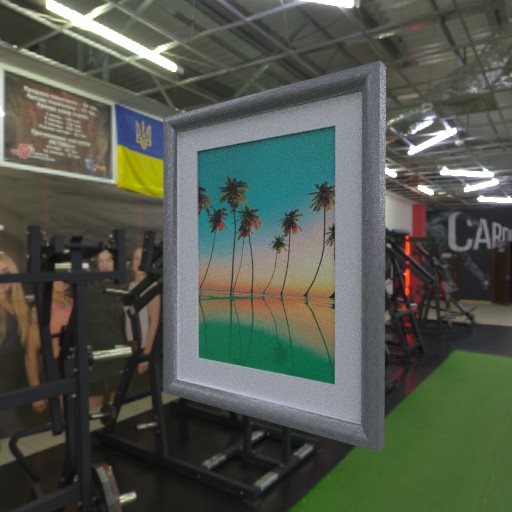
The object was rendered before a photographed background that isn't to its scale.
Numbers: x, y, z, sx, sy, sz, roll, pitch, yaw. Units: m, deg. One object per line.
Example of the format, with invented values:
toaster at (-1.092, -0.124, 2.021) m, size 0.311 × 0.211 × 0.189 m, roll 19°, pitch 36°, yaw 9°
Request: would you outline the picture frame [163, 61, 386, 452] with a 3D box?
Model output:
picture frame at (0.000, 0.000, 0.777) m, size 0.454 × 0.559 × 0.029 m, roll 0°, pitch 1°, yaw 36°
